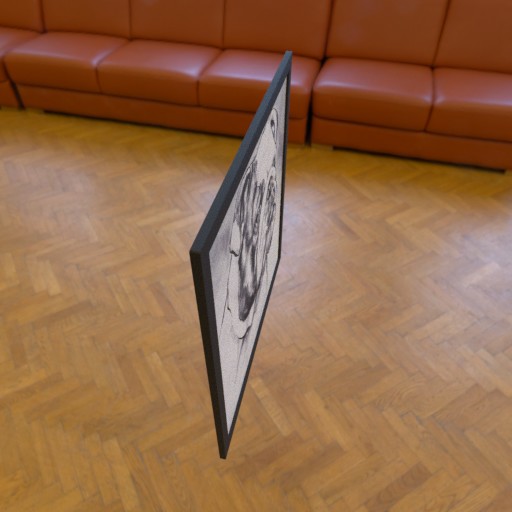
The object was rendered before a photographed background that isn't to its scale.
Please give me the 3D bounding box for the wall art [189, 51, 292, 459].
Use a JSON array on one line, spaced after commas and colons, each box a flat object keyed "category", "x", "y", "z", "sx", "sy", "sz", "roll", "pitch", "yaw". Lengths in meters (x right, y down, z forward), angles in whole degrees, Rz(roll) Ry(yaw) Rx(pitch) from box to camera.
[{"category": "wall art", "x": 0.000, "y": 0.000, "z": 0.848, "sx": 0.012, "sy": 0.558, "sz": 0.562, "roll": 9, "pitch": 46, "yaw": 9}]
